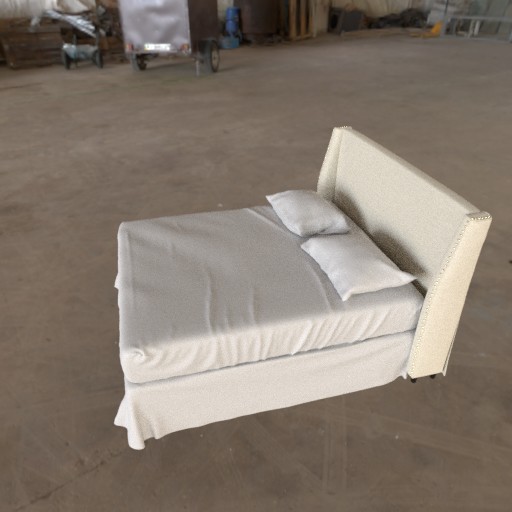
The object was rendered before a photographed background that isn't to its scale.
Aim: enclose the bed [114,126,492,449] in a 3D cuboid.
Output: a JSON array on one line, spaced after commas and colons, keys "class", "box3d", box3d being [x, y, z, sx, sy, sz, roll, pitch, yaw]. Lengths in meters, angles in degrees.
[{"class": "bed", "box3d": [0.000, 0.000, 3.352, 2.276, 1.332, 1.925, -8, 33, -13]}]
